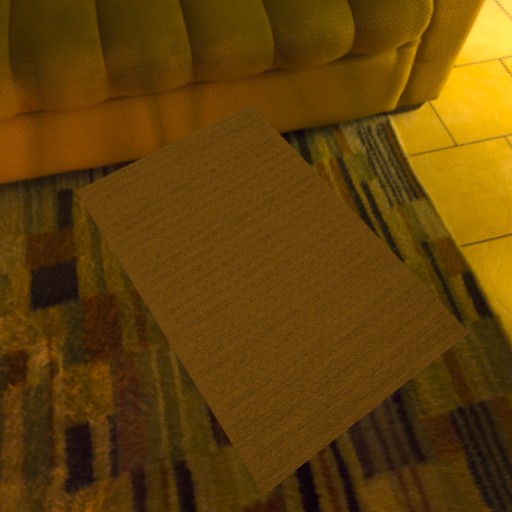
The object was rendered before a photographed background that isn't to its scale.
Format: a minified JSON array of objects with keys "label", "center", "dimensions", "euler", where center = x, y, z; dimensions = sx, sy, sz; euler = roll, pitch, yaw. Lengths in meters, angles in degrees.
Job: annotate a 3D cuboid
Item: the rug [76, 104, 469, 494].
[{"label":"rug","center":[0.000,0.000,2.203],"dimensions":[1.142,0.006,1.752],"euler":[-31,66,-16]}]
